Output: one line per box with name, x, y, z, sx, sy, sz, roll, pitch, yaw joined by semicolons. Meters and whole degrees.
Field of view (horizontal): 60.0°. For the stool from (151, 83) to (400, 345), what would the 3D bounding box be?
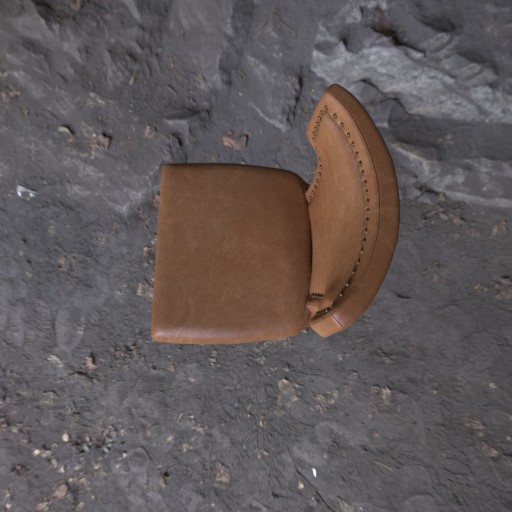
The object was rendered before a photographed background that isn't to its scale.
stool;0.000;0.000;1.327;0.563;0.982;0.526;1;76;0
